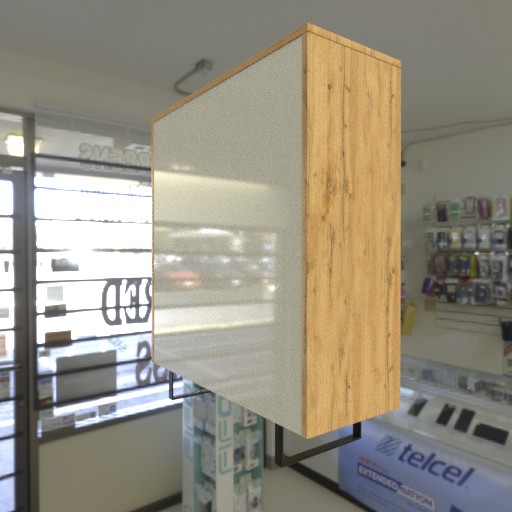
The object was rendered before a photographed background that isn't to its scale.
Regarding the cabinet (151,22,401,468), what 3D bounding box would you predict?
[{"bbox_3d":[0.000,0.000,1.933,0.473,1.397,1.168,0,1,-36],"label":"cabinet"}]
